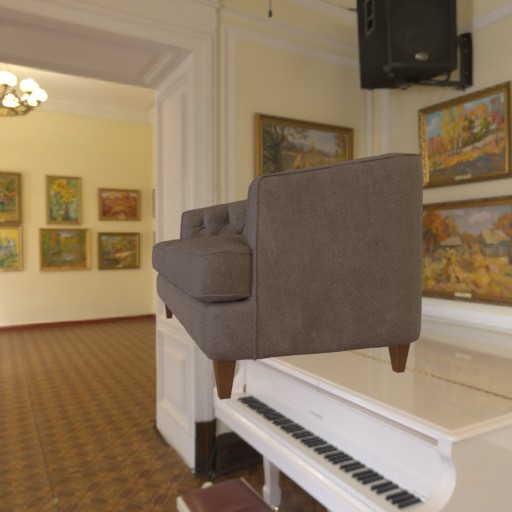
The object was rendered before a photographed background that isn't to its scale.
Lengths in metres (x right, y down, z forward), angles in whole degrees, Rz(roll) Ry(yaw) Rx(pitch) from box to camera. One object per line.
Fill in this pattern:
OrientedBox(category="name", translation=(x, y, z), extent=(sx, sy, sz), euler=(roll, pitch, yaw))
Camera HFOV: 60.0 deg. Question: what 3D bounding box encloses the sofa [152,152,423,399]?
OrientedBox(category="sofa", translation=(0.000, 0.000, 2.261), extent=(0.941, 0.855, 1.733), euler=(0, 2, -17))
